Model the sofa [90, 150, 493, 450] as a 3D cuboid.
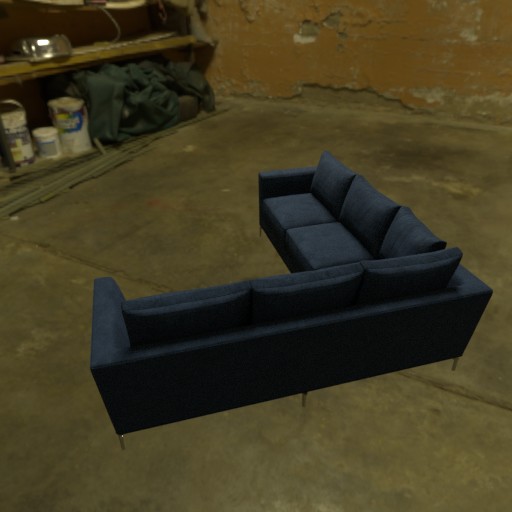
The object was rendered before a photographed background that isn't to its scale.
[{"bbox_3d":[0.000,0.000,3.677,2.463,0.988,2.472,-8,32,-14],"label":"sofa"}]
